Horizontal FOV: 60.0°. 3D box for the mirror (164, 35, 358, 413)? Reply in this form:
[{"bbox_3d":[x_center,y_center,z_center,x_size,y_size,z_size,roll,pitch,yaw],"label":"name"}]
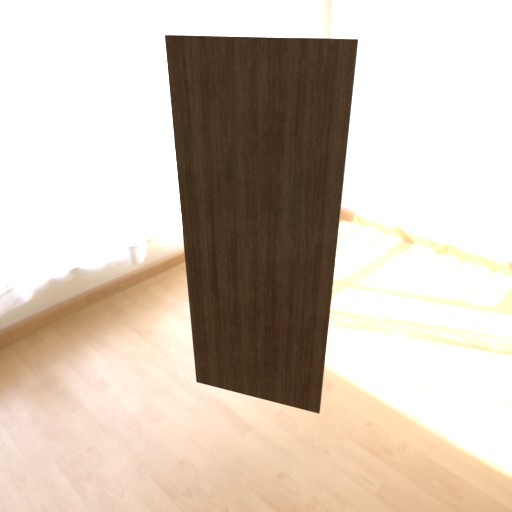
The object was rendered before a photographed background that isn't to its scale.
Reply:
[{"bbox_3d":[0.000,0.000,2.290,0.812,2.032,0.025,9,31,16],"label":"mirror"}]
